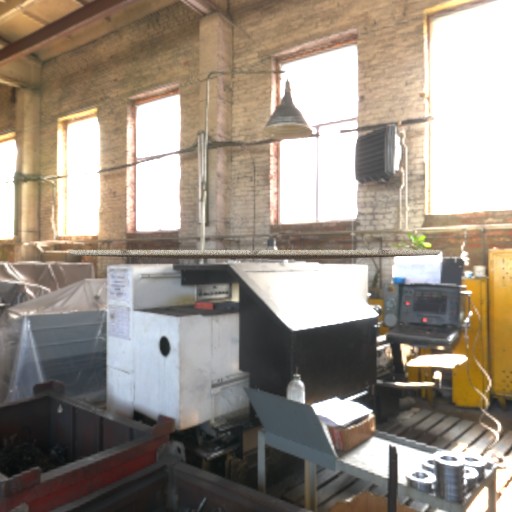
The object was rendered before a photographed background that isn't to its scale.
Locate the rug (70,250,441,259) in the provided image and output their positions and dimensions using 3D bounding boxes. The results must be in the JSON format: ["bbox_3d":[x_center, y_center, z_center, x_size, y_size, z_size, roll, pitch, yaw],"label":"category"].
[{"bbox_3d":[0.000,0.000,3.479,1.801,0.026,2.701,0,-1,0],"label":"rug"}]
